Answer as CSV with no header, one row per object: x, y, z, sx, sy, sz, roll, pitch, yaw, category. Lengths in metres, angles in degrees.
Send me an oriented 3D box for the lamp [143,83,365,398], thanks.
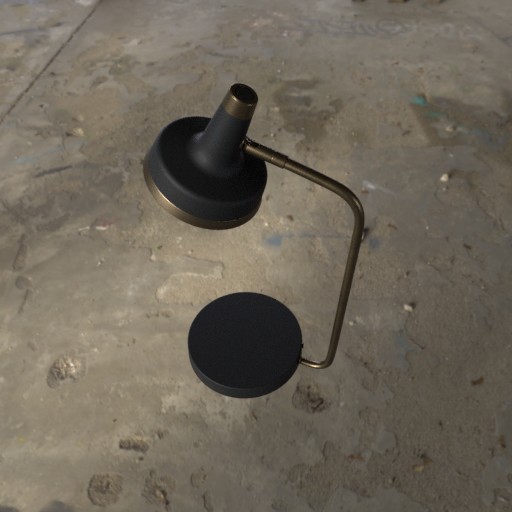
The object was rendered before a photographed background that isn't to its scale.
0.000,0.000,0.490,0.218,0.385,0.162,16,49,15,lamp
